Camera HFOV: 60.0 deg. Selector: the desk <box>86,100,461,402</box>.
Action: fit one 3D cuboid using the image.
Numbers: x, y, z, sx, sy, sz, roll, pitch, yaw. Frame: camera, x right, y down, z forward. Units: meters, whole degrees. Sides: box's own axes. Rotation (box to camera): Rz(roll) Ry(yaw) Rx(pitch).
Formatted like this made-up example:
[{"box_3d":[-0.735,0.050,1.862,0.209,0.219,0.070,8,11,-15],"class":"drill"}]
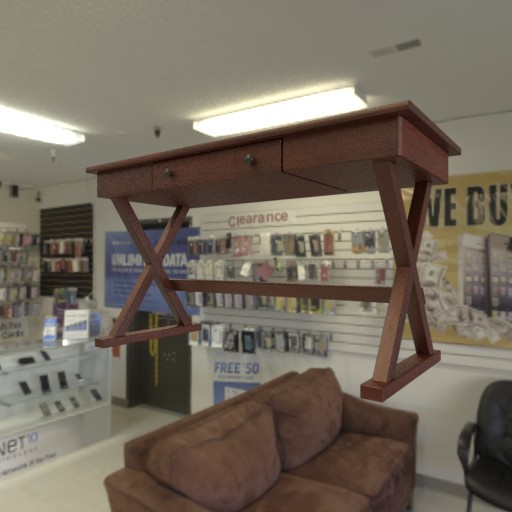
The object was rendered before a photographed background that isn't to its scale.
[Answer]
[{"box_3d":[0.000,0.000,1.735,1.372,0.761,0.600,0,-1,36],"class":"desk"}]
